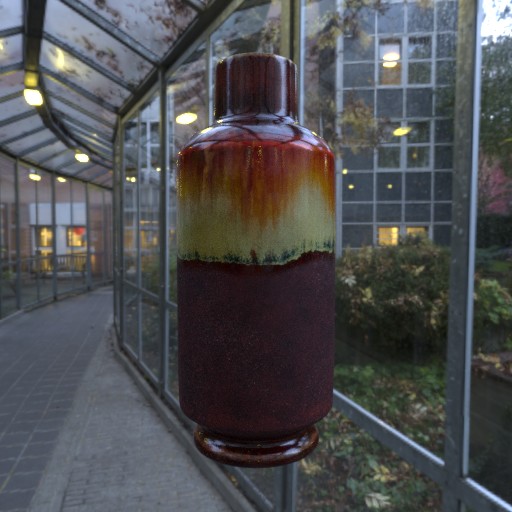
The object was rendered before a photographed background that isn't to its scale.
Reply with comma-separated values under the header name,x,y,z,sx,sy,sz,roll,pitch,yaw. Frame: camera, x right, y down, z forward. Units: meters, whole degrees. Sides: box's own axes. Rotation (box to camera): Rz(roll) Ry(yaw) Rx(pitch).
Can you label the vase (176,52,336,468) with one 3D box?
name,x,y,z,sx,sy,sz,roll,pitch,yaw
vase,0.000,0.000,0.314,0.111,0.261,0.111,0,2,0
